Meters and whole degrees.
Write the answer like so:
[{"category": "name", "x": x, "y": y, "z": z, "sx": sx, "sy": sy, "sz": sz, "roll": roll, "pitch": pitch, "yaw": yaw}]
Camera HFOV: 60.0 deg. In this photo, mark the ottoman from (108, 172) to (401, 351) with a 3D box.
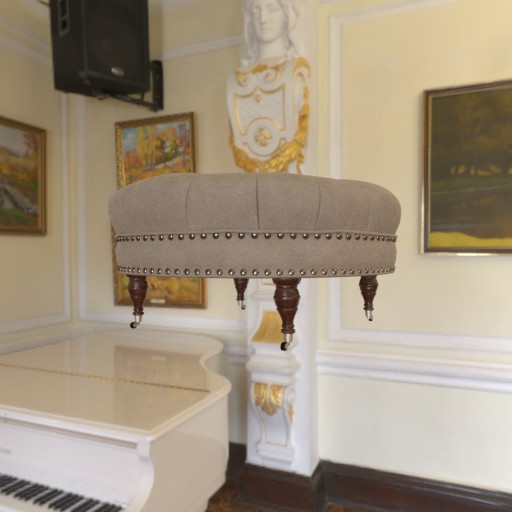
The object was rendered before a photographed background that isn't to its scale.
[{"category": "ottoman", "x": 0.000, "y": 0.000, "z": 1.415, "sx": 0.901, "sy": 0.439, "sz": 0.901, "roll": 0, "pitch": 0, "yaw": 0}]
